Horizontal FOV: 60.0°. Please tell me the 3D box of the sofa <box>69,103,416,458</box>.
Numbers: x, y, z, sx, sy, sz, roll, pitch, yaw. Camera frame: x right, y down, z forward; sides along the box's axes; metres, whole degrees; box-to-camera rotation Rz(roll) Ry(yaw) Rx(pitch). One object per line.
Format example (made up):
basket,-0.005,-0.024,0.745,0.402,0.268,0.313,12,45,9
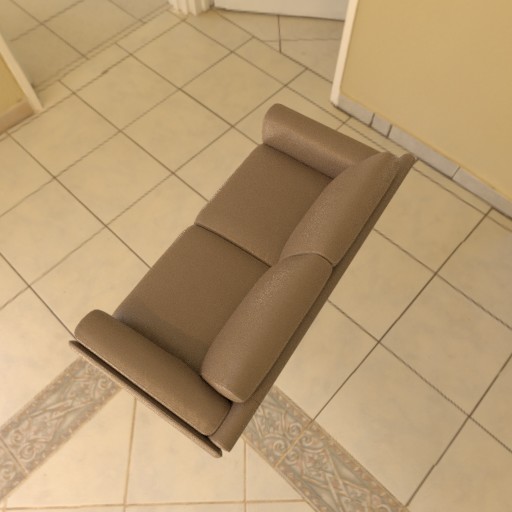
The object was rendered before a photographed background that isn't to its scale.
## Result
sofa,0.000,0.000,2.717,1.049,0.930,2.101,31,67,15
